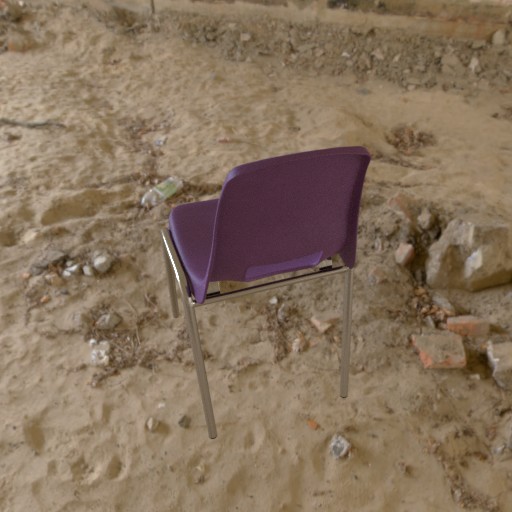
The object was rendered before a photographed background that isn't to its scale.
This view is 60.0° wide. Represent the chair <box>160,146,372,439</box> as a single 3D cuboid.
[{"bbox_3d":[0.000,0.000,0.979,0.381,0.704,0.432,-12,42,-14],"label":"chair"}]
